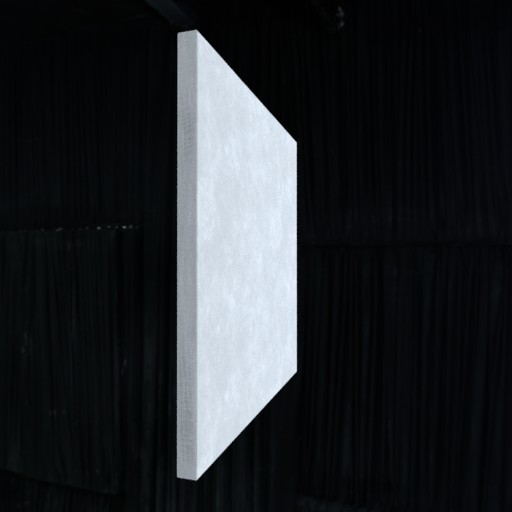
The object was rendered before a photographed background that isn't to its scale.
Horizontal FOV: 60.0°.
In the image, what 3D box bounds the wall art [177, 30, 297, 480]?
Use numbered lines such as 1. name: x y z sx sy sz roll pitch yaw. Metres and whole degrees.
1. wall art: 0.000 0.000 0.443 0.015 0.303 0.303 0 0 18
